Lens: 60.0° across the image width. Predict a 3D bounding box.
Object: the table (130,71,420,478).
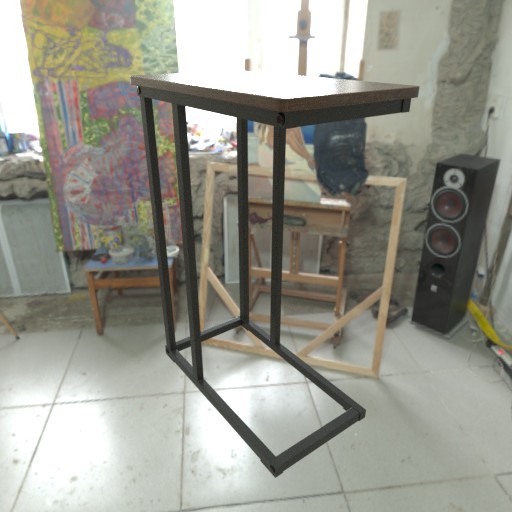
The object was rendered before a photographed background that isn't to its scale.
[{"bbox_3d":[0.000,0.000,0.862,0.254,0.637,0.450,-18,31,-32],"label":"table"}]
